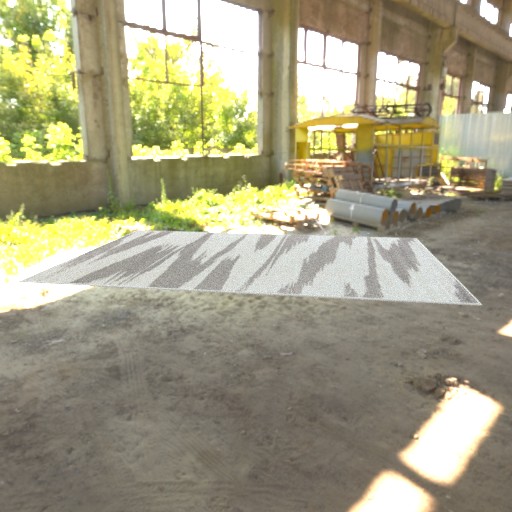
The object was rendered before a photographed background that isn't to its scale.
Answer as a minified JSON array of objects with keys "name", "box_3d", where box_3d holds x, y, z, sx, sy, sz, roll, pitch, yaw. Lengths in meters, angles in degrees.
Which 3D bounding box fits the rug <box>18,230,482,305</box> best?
[{"name":"rug","box_3d":[0.000,0.000,2.301,1.827,0.008,1.225,2,14,9]}]
